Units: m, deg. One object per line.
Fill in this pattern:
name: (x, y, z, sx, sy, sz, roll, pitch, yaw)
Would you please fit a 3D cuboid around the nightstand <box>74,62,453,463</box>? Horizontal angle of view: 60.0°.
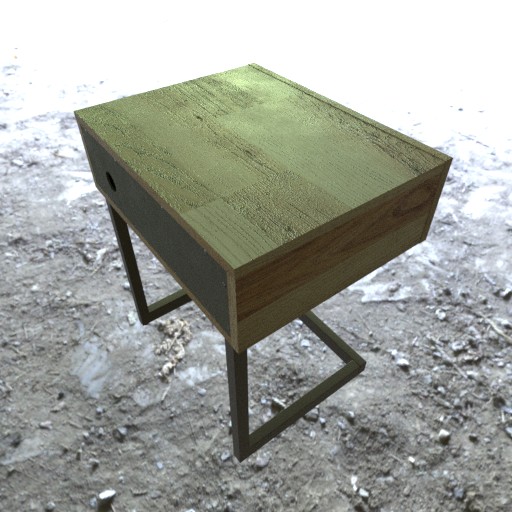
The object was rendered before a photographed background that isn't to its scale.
nightstand: (0.000, 0.000, 1.026, 0.481, 0.632, 0.558, -27, 49, -26)
